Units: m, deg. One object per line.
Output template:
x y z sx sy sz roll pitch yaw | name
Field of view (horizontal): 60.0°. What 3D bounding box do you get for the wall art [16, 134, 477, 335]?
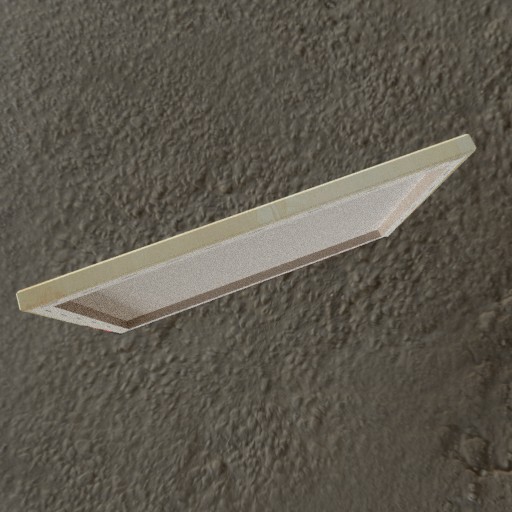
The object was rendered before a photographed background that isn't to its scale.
0.000 0.000 1.130 0.918 0.602 0.038 -20 77 -5 | wall art
